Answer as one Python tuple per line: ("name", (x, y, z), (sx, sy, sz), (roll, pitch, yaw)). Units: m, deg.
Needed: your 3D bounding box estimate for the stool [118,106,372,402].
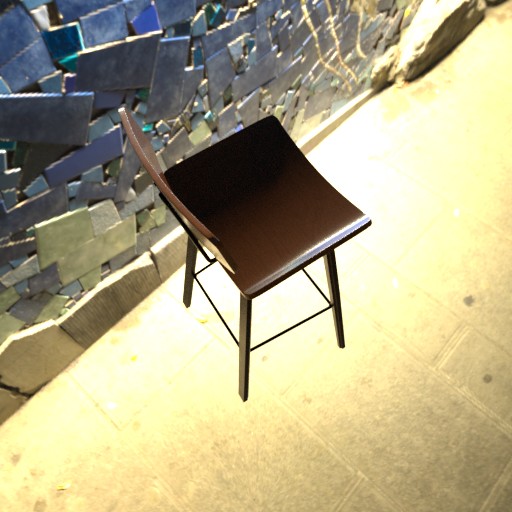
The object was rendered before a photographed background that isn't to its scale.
("stool", (0.000, 0.000, 1.231), (0.440, 0.969, 0.509), (-29, 63, -16))
